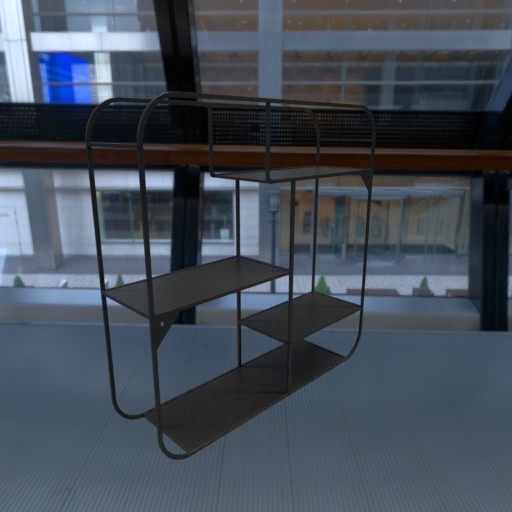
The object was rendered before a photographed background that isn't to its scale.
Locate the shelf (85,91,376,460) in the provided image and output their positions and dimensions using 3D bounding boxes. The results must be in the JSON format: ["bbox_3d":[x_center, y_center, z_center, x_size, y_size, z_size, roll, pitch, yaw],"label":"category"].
[{"bbox_3d":[0.000,0.000,0.911,0.600,0.600,0.160,-15,22,-43],"label":"shelf"}]
